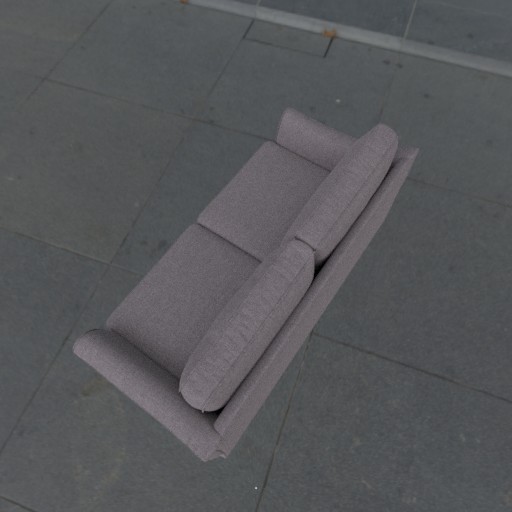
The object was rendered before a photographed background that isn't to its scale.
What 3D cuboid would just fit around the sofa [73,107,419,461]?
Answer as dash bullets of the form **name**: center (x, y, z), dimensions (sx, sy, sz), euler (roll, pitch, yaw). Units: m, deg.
- **sofa**: center (0.000, 0.000, 2.768), dimensions (1.013, 0.976, 2.203), euler (32, 67, 15)
